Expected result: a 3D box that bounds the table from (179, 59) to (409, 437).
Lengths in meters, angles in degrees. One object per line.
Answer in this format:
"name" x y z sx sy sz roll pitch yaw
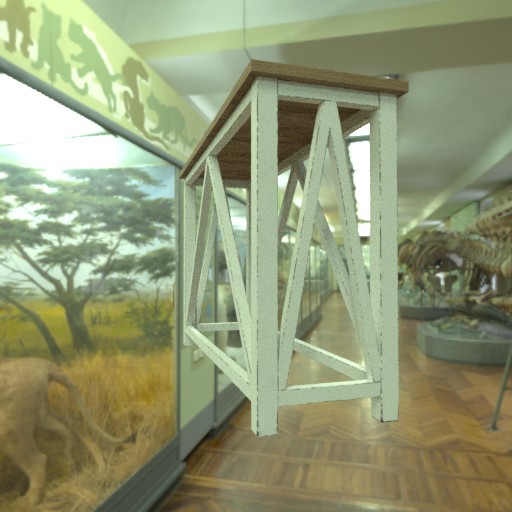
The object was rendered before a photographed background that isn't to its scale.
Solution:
"table" 0.000 0.000 1.807 0.450 0.930 1.400 0 -1 -17
